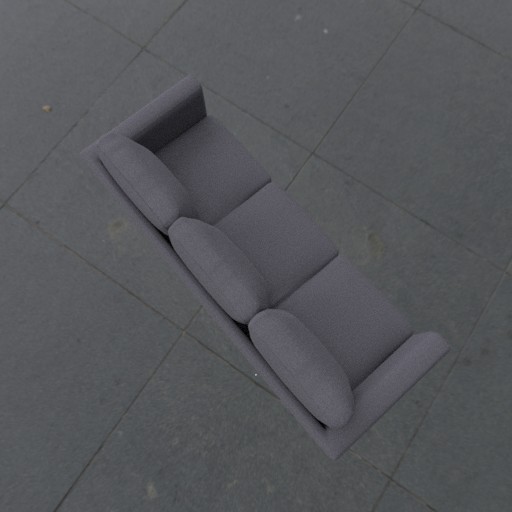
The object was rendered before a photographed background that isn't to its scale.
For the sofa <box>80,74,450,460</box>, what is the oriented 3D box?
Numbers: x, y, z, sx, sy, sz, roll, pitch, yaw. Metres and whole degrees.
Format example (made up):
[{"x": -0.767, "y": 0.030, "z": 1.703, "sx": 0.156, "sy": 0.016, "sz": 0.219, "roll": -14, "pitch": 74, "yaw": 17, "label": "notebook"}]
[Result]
[{"x": 0.000, "y": 0.000, "z": 2.488, "sx": 0.802, "sy": 0.912, "sz": 2.029, "roll": -40, "pitch": 79, "yaw": -10, "label": "sofa"}]
